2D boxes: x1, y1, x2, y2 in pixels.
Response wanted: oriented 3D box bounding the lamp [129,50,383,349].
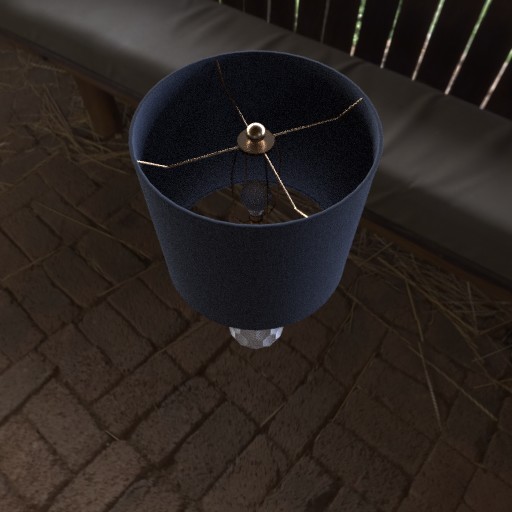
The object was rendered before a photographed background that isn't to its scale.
[{"bbox_3d":[0.000,0.000,0.713,0.277,0.537,0.277,14,59,9],"label":"lamp"}]
